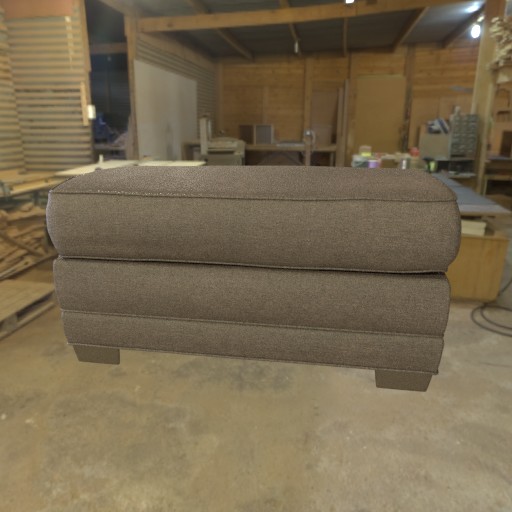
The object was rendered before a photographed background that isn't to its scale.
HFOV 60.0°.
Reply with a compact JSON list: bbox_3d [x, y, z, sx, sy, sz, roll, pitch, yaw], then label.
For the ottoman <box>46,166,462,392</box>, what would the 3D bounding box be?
[{"bbox_3d":[0.000,0.000,1.137,0.864,0.448,0.490,3,17,9],"label":"ottoman"}]
